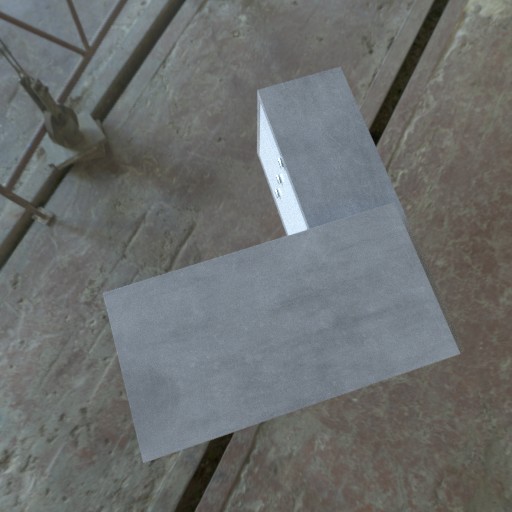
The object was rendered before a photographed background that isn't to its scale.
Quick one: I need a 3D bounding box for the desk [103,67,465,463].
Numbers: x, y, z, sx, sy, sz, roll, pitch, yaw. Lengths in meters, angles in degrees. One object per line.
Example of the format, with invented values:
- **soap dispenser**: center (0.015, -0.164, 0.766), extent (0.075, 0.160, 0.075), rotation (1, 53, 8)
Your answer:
- **desk**: center (0.000, 0.000, 2.311), extent (1.400, 0.740, 1.500), rotation (-17, 76, -5)
